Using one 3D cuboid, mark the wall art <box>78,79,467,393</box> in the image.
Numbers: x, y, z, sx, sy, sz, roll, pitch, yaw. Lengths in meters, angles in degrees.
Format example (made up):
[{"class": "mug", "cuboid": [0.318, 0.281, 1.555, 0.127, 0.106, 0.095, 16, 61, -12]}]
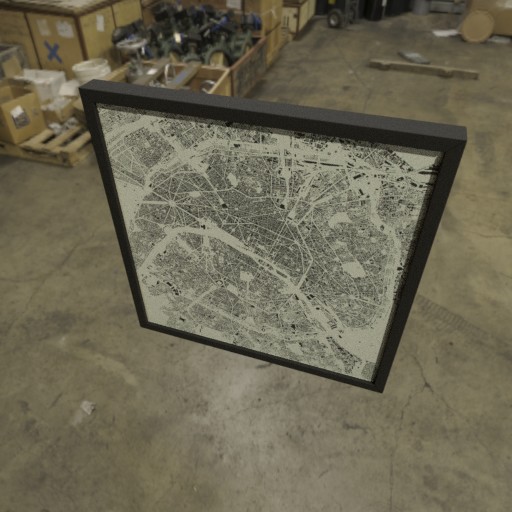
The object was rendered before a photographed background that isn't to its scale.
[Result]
[{"class": "wall art", "cuboid": [0.000, 0.000, 0.731, 0.508, 0.508, 0.037, 12, 42, 14]}]
